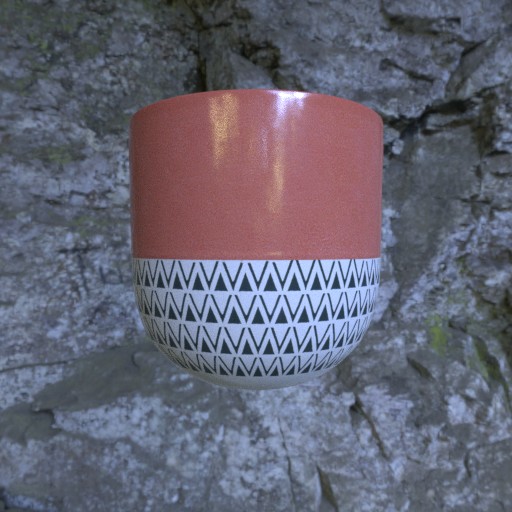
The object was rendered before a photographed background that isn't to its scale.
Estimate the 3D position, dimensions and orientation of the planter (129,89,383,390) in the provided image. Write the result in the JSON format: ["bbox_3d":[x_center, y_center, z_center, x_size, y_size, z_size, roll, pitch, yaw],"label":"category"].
[{"bbox_3d":[0.000,0.000,0.484,0.266,0.270,0.266,0,1,0],"label":"planter"}]
